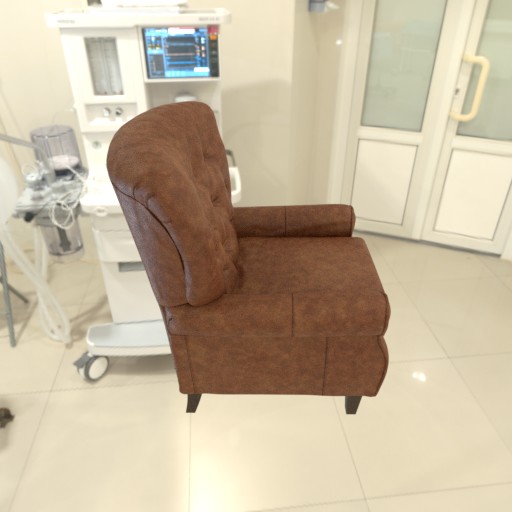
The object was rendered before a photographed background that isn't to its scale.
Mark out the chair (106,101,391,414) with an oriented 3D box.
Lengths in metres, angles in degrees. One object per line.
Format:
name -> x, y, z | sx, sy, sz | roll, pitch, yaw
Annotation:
chair -> 0.000, 0.000, 1.904 | 1.059, 1.164, 0.951 | 0, 33, 1
